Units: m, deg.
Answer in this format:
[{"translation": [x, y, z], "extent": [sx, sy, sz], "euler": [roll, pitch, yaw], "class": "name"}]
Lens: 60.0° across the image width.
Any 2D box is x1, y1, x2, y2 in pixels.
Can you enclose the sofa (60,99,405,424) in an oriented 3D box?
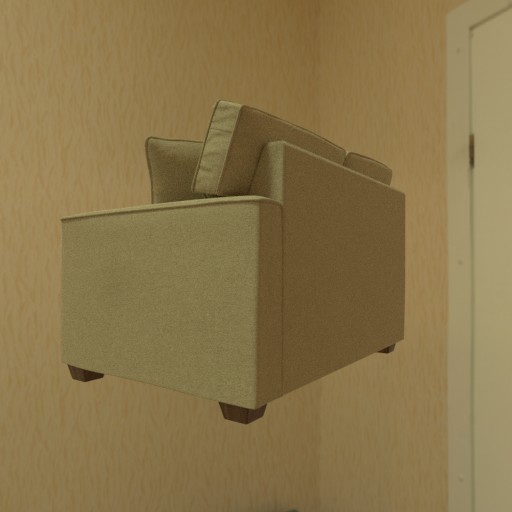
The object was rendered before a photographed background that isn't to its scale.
[{"translation": [0.000, 0.000, 2.053], "extent": [0.991, 0.989, 1.388], "euler": [-1, -1, 35], "class": "sofa"}]
